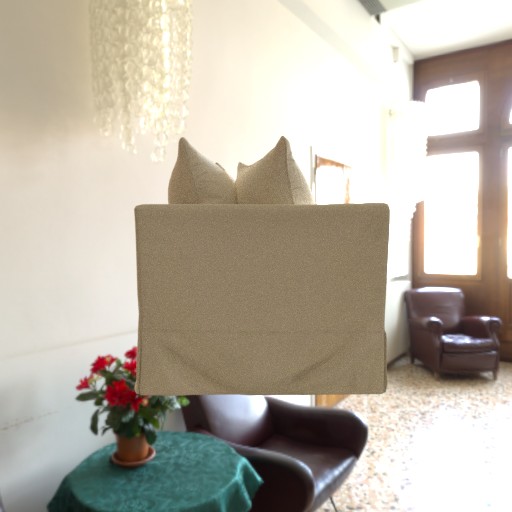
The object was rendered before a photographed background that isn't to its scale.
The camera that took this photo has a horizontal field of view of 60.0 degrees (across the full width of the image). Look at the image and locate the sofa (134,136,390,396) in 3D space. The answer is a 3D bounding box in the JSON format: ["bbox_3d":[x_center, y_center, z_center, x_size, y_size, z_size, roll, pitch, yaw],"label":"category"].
[{"bbox_3d":[0.000,0.000,2.804,1.031,1.034,2.290,0,1,-1],"label":"sofa"}]
